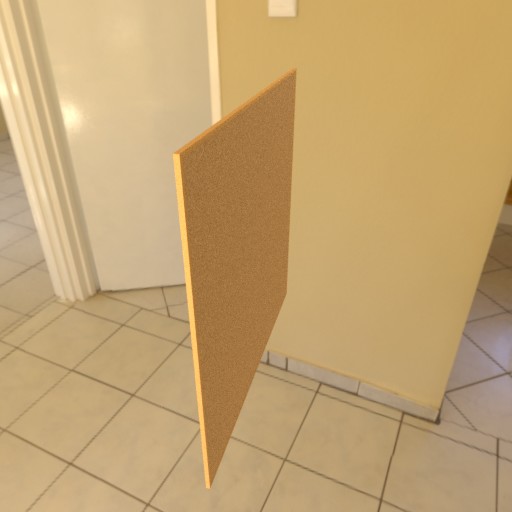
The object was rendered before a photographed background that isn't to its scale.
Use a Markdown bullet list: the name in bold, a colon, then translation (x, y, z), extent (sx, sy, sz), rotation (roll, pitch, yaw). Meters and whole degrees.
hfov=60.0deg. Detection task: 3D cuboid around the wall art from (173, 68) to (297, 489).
- **wall art**: translation (0.000, 0.000, 1.386), extent (0.013, 0.959, 0.962), rotation (9, 32, 14)
